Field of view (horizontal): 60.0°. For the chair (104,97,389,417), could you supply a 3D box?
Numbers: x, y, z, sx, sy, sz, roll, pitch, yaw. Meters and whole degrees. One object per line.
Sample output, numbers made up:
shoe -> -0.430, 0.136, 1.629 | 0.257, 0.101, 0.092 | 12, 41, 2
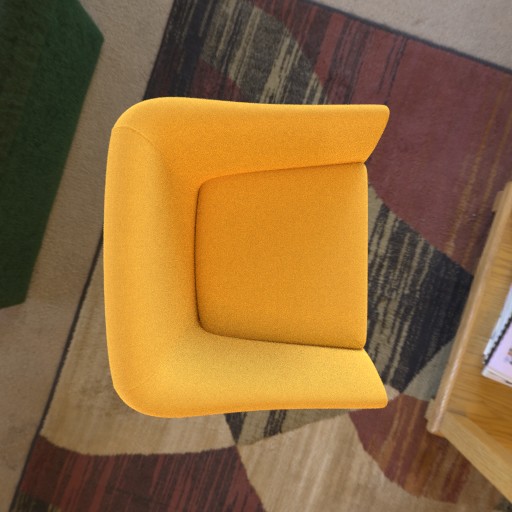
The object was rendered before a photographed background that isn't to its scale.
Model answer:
chair -> 0.000, 0.000, 1.355 | 0.700, 0.720, 0.790 | 0, 91, 0
